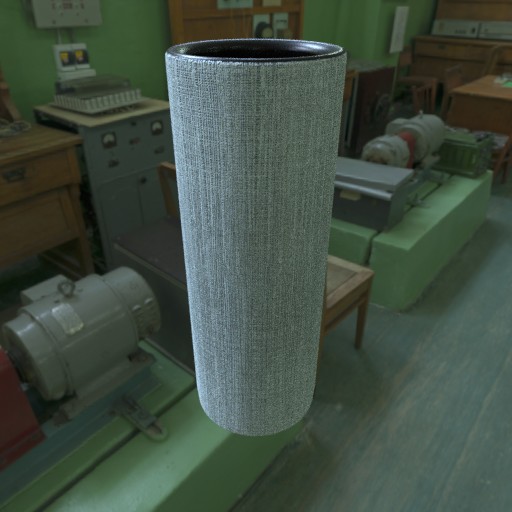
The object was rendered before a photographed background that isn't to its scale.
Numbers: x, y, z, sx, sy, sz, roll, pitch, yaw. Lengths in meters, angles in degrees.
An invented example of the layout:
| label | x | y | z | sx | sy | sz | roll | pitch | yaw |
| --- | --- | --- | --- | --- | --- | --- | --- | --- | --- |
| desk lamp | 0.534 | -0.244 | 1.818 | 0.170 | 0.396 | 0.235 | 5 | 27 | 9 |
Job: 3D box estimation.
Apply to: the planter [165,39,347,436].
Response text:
| label | x | y | z | sx | sy | sz | roll | pitch | yaw |
| --- | --- | --- | --- | --- | --- | --- | --- | --- | --- |
| planter | 0.000 | 0.000 | 0.316 | 0.100 | 0.270 | 0.100 | 22 | 38 | 32 |
